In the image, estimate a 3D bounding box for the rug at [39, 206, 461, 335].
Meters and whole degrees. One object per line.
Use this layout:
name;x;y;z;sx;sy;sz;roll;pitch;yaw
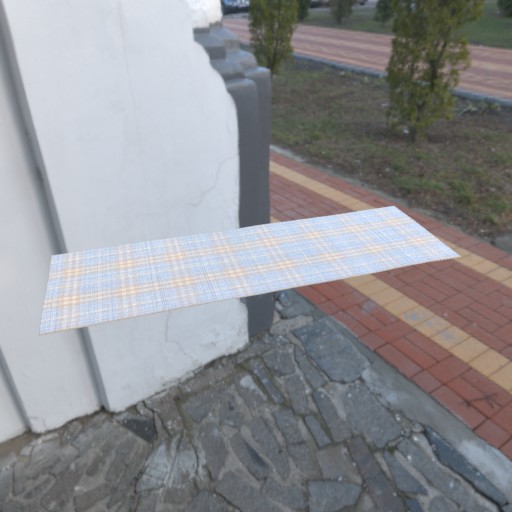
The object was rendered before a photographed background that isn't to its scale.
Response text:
rug;0.000;0.000;2.762;2.439;0.013;0.762;-9;33;-15
